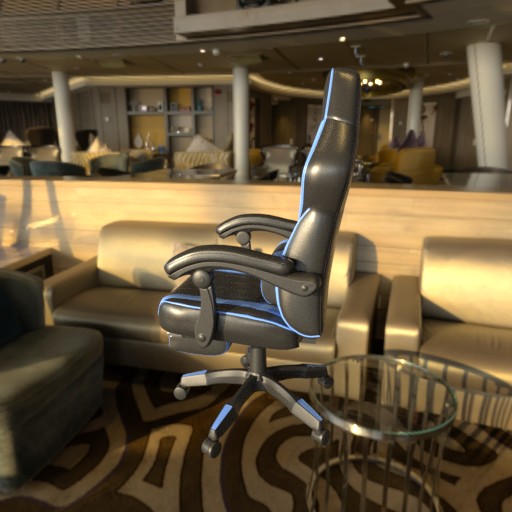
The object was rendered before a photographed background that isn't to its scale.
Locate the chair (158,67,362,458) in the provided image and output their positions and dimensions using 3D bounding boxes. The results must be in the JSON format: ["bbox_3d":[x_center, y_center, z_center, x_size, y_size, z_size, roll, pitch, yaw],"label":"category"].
[{"bbox_3d":[0.000,0.000,1.663,0.700,1.280,0.700,3,15,10],"label":"chair"}]
